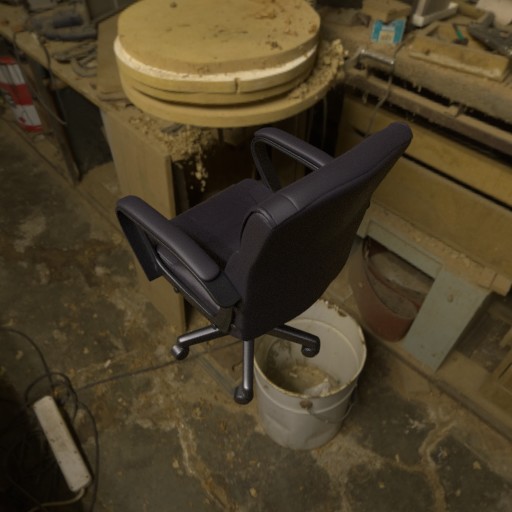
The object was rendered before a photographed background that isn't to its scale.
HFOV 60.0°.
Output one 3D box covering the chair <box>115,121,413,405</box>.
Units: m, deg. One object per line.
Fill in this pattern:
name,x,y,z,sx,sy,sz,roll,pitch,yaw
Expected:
chair,0.000,0.000,1.356,0.576,0.998,0.641,-34,56,-27
